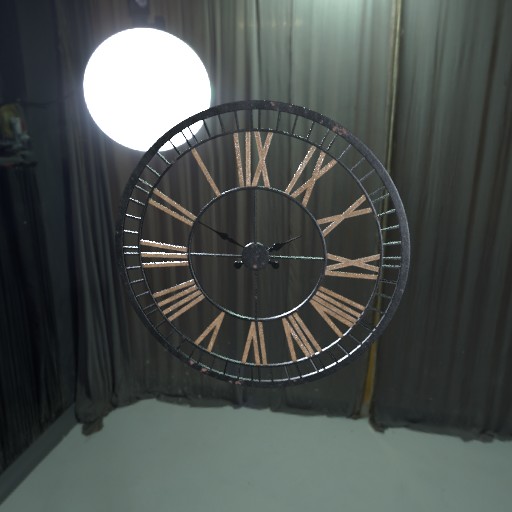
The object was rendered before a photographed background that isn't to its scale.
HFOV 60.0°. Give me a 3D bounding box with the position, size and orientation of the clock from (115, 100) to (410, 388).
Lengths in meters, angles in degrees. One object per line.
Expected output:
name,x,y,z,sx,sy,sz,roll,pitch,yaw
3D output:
clock,0.000,0.000,1.270,0.843,0.843,0.025,2,16,9
